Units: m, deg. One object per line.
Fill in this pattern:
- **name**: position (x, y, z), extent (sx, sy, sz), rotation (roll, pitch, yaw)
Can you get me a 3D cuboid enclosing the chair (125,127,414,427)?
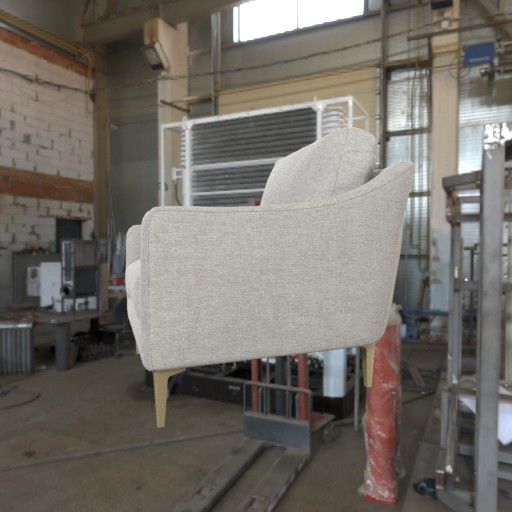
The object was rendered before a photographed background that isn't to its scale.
- **chair**: position (0.000, 0.000, 1.739), extent (0.961, 0.902, 0.986), rotation (0, 1, -19)
